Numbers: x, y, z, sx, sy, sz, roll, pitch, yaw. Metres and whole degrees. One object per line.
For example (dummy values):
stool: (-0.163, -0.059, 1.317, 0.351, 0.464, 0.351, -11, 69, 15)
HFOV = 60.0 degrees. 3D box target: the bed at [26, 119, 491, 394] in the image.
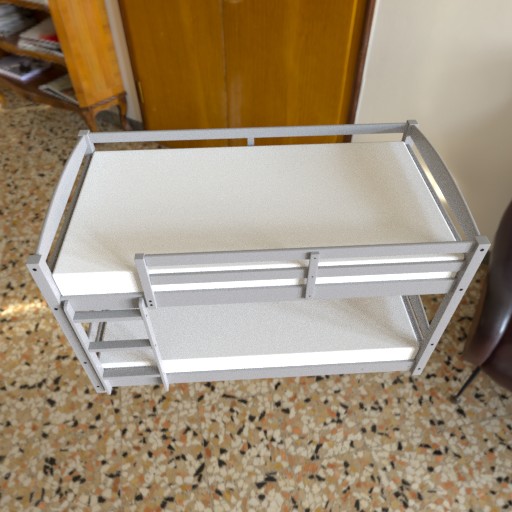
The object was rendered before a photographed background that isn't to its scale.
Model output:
bed: (0.000, 0.000, 2.672, 2.013, 1.206, 1.105, -3, 46, -2)
